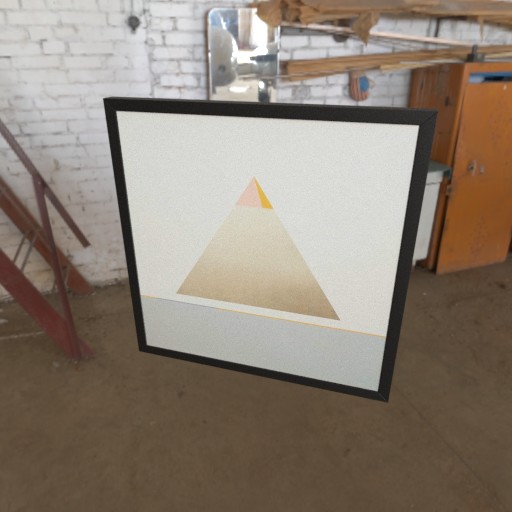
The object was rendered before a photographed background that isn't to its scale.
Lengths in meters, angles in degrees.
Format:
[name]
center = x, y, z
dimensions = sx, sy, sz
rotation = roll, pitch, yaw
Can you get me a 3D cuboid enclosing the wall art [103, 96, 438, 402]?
[wall art]
center = 0.000, 0.000, 0.777
dimensions = 0.513, 0.511, 0.028
rotation = 8, 27, 15
